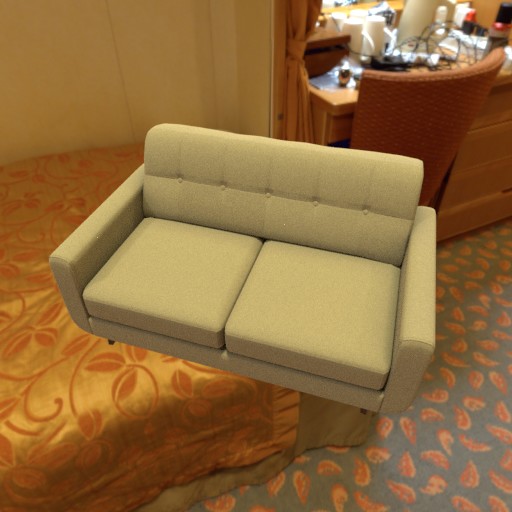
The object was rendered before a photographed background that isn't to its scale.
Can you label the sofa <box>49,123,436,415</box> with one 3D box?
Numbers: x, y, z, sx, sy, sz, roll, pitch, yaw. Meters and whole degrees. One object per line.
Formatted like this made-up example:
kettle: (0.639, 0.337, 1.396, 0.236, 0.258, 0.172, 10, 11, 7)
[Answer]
sofa: (0.000, 0.000, 2.218, 1.655, 0.892, 0.980, 12, 42, 13)
